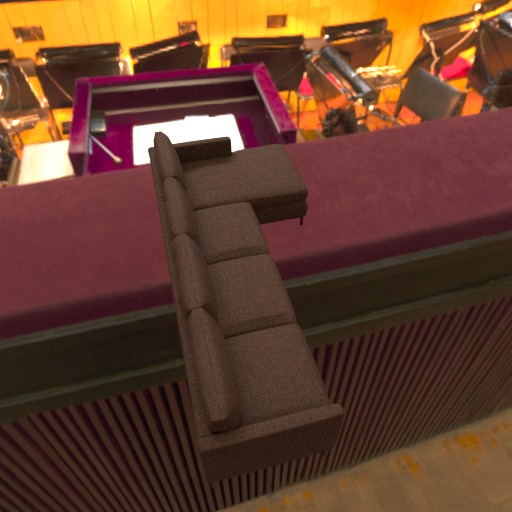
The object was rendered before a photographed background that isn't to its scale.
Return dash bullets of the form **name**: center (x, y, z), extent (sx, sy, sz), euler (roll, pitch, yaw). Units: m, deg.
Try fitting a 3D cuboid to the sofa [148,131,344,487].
- **sofa**: center (0.000, 0.000, 3.776), extent (1.483, 0.892, 3.221), euler (-11, 47, -10)
